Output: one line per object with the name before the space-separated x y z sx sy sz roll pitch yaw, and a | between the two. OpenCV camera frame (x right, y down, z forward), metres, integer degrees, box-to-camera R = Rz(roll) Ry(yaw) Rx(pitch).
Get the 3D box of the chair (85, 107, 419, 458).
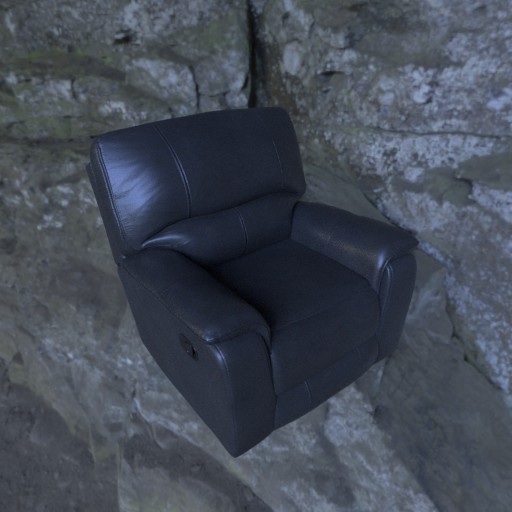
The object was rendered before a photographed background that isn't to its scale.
chair | 0.000 0.000 1.981 1.096 1.109 1.087 -21 36 -32
